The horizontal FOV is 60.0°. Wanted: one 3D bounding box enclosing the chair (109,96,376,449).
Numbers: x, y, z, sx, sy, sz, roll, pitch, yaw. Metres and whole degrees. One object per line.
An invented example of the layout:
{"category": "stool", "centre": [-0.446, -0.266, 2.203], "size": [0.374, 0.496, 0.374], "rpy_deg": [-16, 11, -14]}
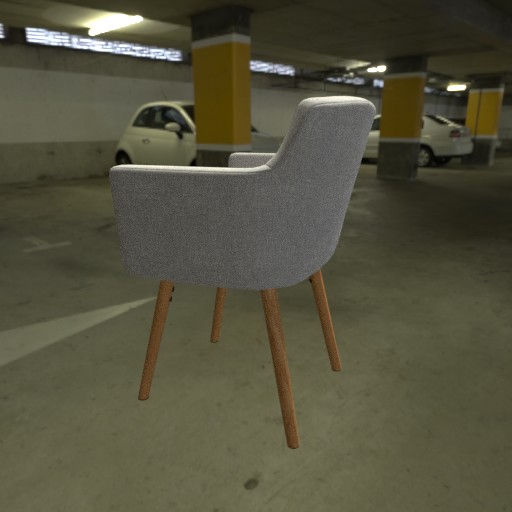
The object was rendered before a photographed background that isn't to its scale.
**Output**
{"category": "chair", "centre": [0.000, 0.000, 1.172], "size": [0.540, 0.780, 0.570], "rpy_deg": [8, 18, 25]}
